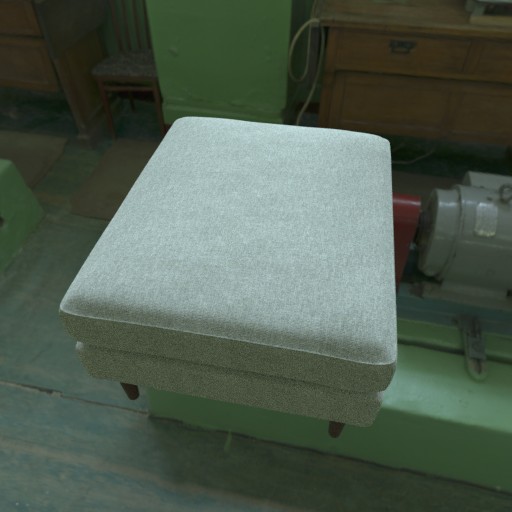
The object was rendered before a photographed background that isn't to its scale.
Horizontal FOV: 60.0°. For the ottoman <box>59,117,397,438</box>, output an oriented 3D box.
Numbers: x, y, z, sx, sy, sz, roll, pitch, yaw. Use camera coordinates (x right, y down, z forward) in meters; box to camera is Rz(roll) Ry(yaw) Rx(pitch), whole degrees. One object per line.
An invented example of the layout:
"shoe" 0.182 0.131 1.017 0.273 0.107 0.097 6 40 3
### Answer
"ottoman" 0.000 0.000 1.253 0.693 0.474 0.821 8 46 8
